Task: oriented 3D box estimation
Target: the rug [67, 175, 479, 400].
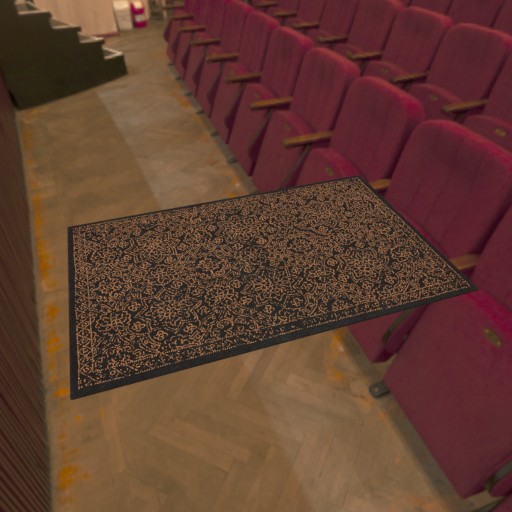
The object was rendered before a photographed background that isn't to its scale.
[{"bbox_3d":[0.000,0.000,3.035,2.441,0.015,1.526,-12,41,-14],"label":"rug"}]
